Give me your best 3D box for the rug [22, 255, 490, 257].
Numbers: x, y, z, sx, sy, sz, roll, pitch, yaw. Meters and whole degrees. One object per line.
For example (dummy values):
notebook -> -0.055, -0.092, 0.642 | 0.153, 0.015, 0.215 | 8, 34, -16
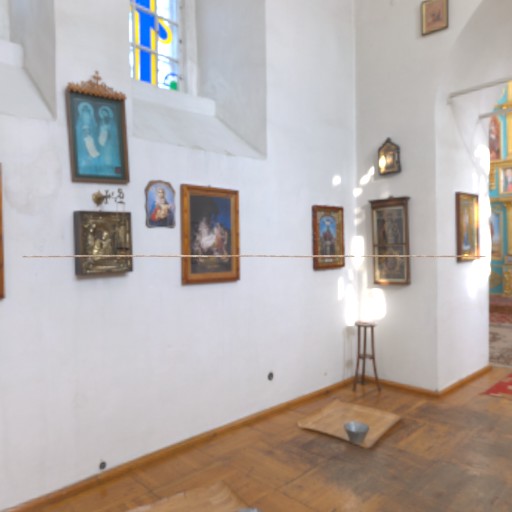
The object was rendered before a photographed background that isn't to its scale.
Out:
rug -> 0.000, 0.000, 2.206 | 1.745, 0.010, 1.146 | 0, 0, 0
